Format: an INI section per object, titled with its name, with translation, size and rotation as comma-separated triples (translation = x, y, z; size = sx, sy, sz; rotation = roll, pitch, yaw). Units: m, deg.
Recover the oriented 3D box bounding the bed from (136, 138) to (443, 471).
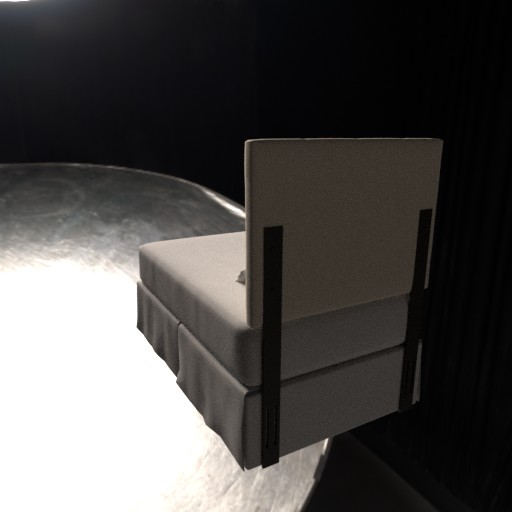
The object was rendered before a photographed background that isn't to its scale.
[bed]
translation = 0.000, 0.000, 3.047
size = 1.261, 1.571, 1.997
rotation = -8, 17, -28
